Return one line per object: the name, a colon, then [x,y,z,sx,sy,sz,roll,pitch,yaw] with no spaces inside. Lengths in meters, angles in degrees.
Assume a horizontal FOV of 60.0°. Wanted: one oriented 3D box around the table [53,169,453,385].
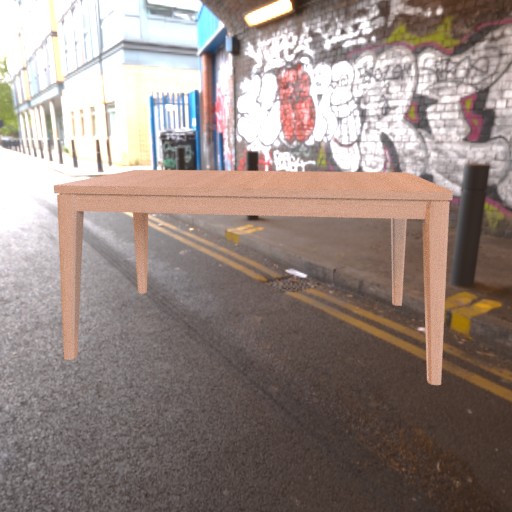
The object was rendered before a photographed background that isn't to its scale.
table: [0.000,0.000,2.183,1.600,0.760,0.900,2,15,7]
